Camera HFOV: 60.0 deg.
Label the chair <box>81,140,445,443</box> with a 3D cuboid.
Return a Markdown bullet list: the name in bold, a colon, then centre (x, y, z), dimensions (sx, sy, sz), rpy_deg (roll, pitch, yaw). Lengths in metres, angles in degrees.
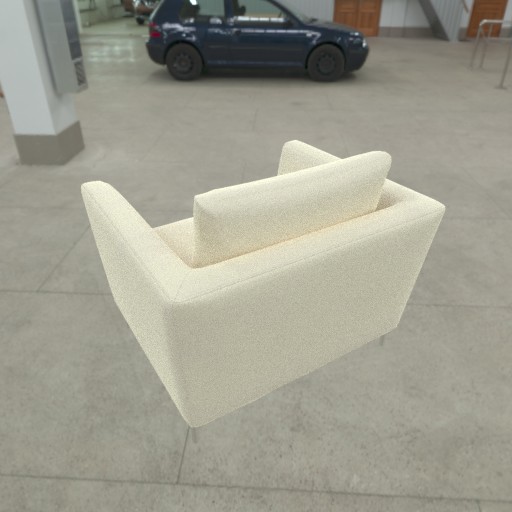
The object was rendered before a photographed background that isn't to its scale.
- **chair**: centre (0.000, 0.000, 1.726), dimensions (1.041, 0.865, 0.889), rpy_deg (-18, 36, -27)
